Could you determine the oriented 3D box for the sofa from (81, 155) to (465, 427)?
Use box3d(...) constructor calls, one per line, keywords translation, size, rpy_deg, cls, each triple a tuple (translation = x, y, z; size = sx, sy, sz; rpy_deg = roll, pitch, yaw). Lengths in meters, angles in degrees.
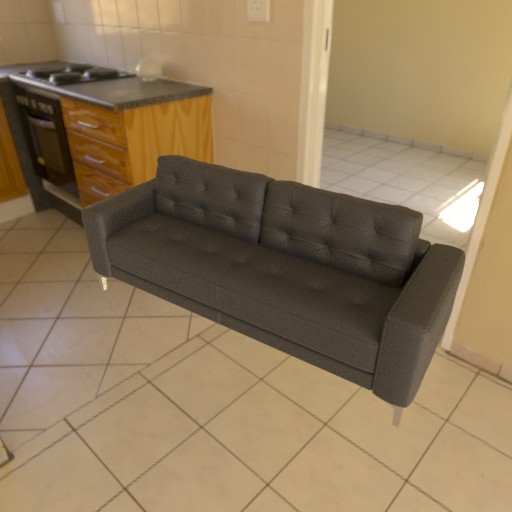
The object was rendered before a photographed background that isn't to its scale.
box3d(translation=(0.000, 0.000, 2.770), size=(2.275, 0.893, 0.833), rpy_deg=(18, 35, 28), cls="sofa")
